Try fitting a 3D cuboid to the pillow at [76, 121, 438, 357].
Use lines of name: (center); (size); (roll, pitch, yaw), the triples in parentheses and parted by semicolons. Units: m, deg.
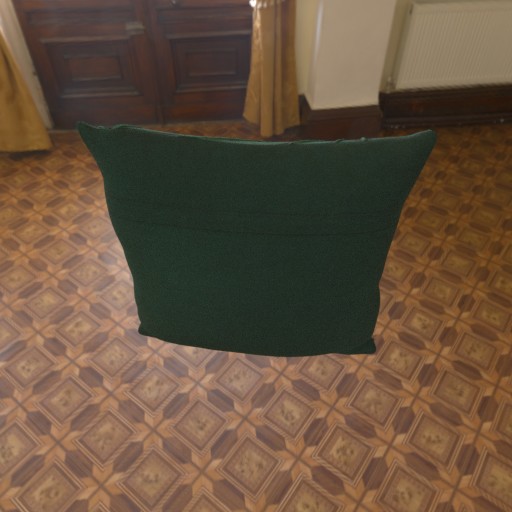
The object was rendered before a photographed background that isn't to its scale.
pillow: (0.000, 0.000, 0.674); (0.439, 0.440, 0.184); (3, 45, 3)
